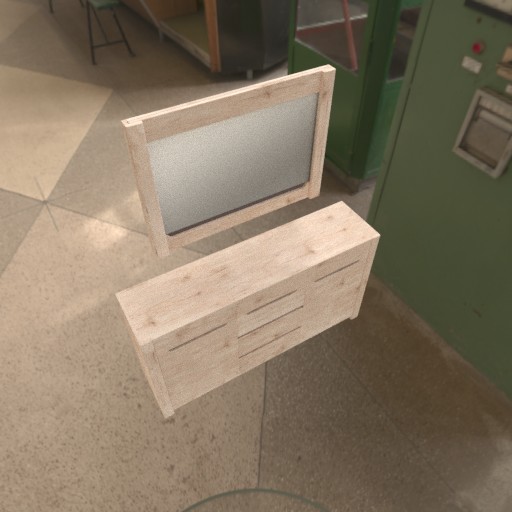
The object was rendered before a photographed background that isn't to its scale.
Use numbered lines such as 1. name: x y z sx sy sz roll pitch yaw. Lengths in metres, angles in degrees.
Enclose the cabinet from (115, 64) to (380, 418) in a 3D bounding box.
1. cabinet: 0.000 0.000 2.762 1.700 1.981 0.420 -23 51 -20
